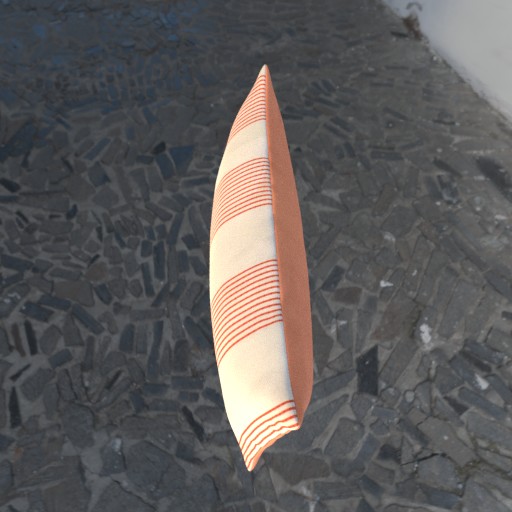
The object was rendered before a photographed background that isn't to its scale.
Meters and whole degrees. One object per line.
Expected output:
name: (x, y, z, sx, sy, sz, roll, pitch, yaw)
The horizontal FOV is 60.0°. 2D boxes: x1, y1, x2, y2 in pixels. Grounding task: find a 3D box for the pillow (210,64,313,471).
pillow: (0.000, 0.000, 0.732, 0.156, 0.292, 0.608, -2, 57, -1)
